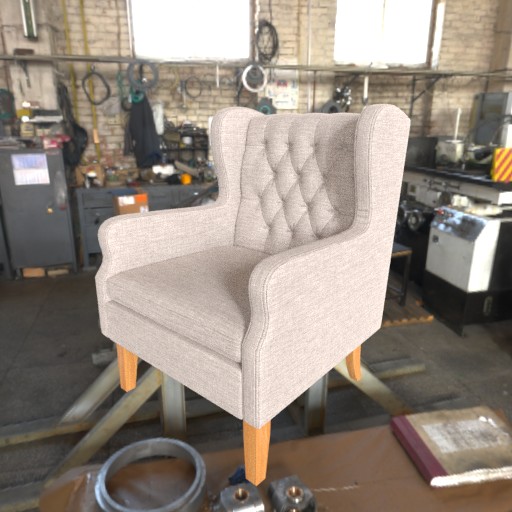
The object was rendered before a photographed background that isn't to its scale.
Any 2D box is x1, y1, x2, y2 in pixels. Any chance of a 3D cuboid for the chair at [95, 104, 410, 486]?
[{"bbox_3d":[0.000,0.000,1.435,0.710,0.930,0.760,15,23,40],"label":"chair"}]
